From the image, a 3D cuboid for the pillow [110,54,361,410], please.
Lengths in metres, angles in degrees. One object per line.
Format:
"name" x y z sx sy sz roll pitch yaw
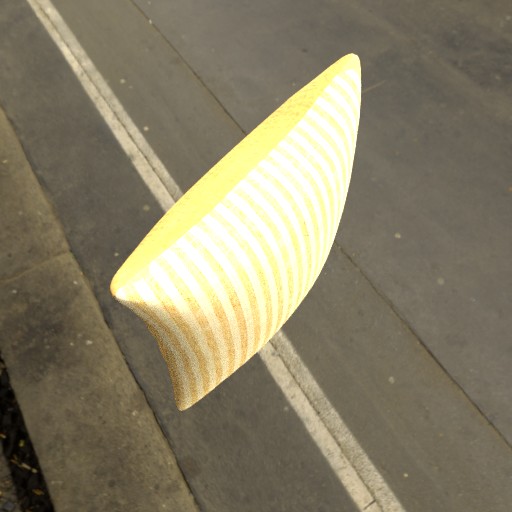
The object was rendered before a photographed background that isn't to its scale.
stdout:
"pillow" 0.000 0.000 0.630 0.173 0.407 0.419 32 64 18
